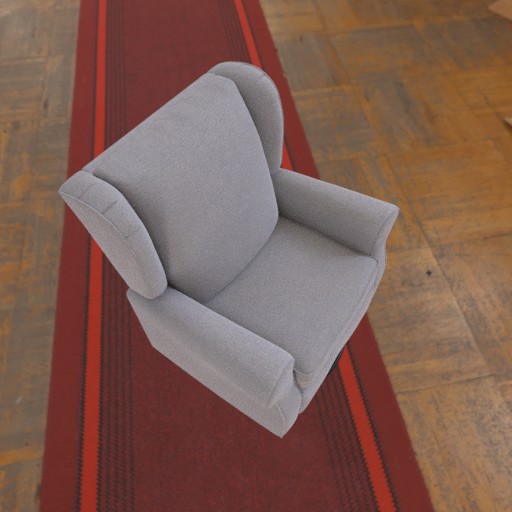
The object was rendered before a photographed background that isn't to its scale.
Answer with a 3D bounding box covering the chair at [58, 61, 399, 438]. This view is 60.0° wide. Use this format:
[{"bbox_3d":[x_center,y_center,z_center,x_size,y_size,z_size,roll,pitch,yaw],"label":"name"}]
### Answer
[{"bbox_3d":[0.000,0.000,1.666,0.854,0.966,0.906,30,60,19],"label":"chair"}]
